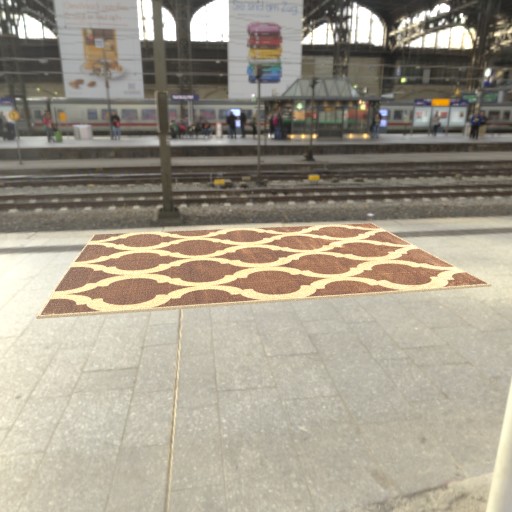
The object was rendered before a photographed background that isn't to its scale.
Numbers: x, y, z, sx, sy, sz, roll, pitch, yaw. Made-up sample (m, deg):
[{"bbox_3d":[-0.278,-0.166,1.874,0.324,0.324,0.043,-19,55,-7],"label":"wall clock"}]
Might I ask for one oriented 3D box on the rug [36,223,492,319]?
[{"bbox_3d":[0.000,0.000,2.881,2.290,0.014,1.526,-3,17,-10],"label":"rug"}]
